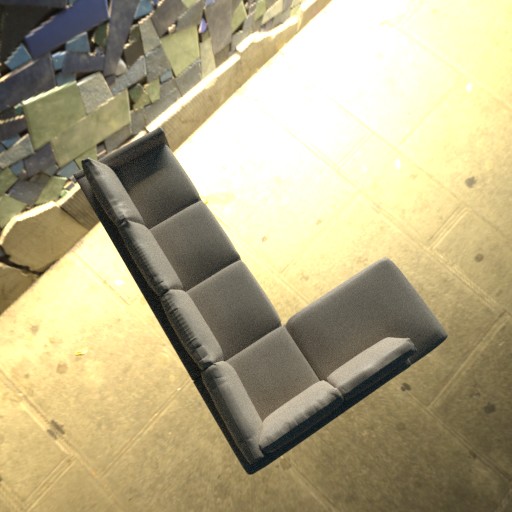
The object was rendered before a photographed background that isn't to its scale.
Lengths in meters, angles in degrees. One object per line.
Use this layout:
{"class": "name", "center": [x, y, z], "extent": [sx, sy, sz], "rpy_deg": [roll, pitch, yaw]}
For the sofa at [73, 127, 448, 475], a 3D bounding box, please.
{"class": "sofa", "center": [0.000, 0.000, 3.200], "extent": [1.617, 0.703, 2.423], "rpy_deg": [-32, 77, -8]}
